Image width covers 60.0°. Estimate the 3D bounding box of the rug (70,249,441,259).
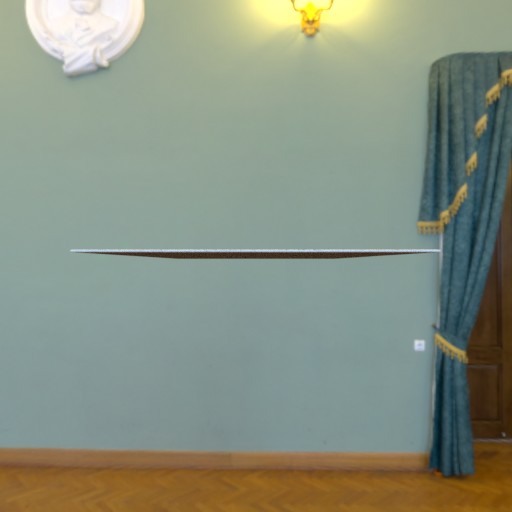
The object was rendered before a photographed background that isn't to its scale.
[{"bbox_3d":[0.000,0.000,3.026,1.517,0.011,2.435,0,-1,0],"label":"rug"}]
